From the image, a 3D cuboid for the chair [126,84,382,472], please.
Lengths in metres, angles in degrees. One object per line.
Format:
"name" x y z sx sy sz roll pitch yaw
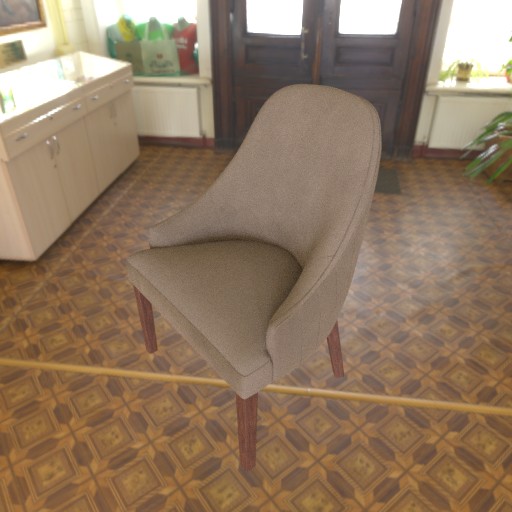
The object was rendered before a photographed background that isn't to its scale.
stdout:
"chair" 0.000 0.000 1.313 0.575 0.889 0.643 -23 39 -32
